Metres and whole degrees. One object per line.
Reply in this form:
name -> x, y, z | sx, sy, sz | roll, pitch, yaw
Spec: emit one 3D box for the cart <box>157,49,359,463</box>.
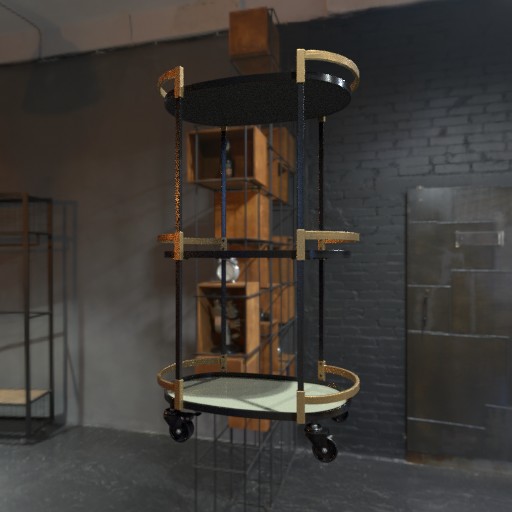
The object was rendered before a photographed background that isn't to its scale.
cart -> 0.000, 0.000, 1.133 | 0.515, 0.885, 0.311 | 0, 0, 17
